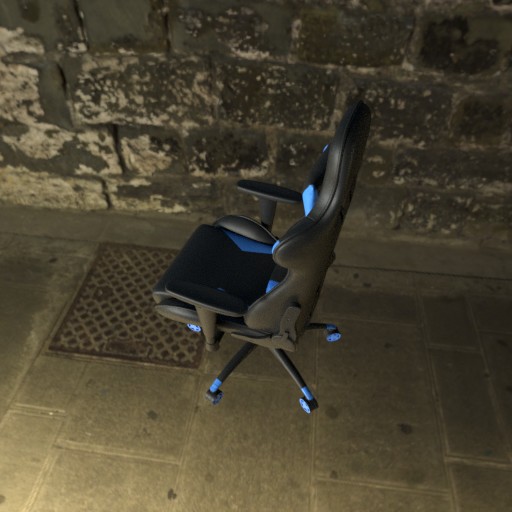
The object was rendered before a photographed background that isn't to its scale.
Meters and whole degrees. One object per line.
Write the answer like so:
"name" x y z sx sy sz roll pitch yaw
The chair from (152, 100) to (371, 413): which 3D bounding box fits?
"chair" 0.000 0.000 1.672 0.730 1.282 0.695 16 48 15
